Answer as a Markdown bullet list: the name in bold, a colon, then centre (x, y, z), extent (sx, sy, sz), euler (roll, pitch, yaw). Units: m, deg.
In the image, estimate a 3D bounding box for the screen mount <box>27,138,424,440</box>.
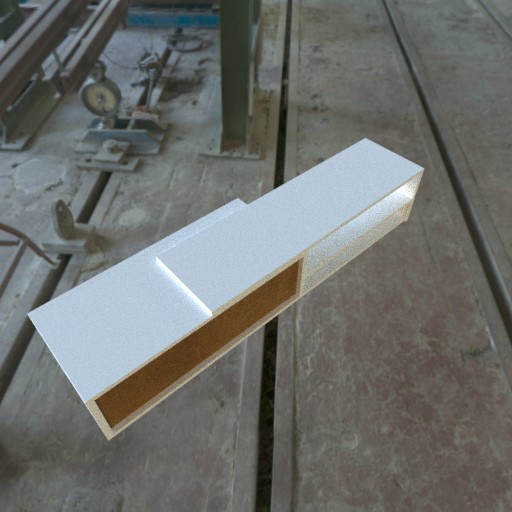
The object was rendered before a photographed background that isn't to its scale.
- **screen mount**: centre (0.000, 0.000, 1.864), extent (1.680, 0.320, 0.420), euler (-33, 55, -27)
